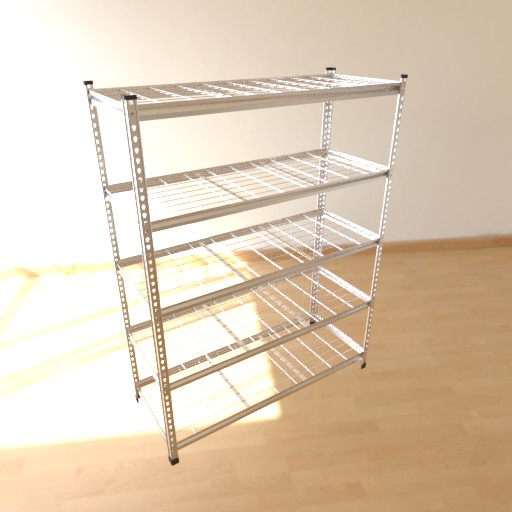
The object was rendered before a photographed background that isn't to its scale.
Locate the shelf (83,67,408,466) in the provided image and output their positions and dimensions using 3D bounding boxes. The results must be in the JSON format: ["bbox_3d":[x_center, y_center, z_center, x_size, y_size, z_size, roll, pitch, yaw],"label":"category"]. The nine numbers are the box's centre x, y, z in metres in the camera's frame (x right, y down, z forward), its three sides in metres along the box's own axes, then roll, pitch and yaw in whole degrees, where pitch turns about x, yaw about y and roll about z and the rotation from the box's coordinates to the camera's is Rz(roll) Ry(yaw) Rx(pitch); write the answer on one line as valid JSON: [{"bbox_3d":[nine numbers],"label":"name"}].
[{"bbox_3d":[0.000,0.000,2.643,1.524,1.981,0.610,-16,31,-29],"label":"shelf"}]
